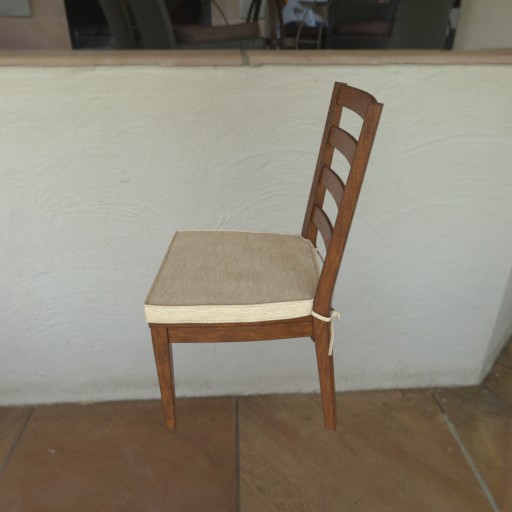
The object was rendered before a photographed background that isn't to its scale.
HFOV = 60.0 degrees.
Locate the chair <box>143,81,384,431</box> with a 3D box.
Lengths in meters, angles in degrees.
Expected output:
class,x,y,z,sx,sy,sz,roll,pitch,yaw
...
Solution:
class,x,y,z,sx,sy,sz,roll,pitch,yaw
chair,0.000,0.000,1.387,0.595,0.979,0.593,0,27,0
